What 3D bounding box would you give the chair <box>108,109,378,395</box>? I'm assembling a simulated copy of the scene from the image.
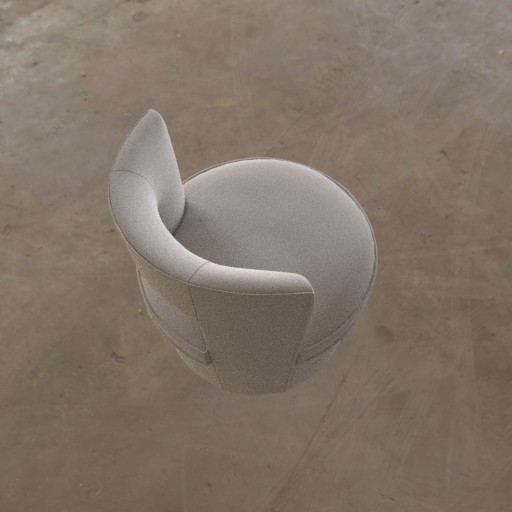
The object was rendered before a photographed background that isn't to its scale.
[{"bbox_3d":[0.000,0.000,1.252,0.665,0.723,0.650,-31,63,-18],"label":"chair"}]
